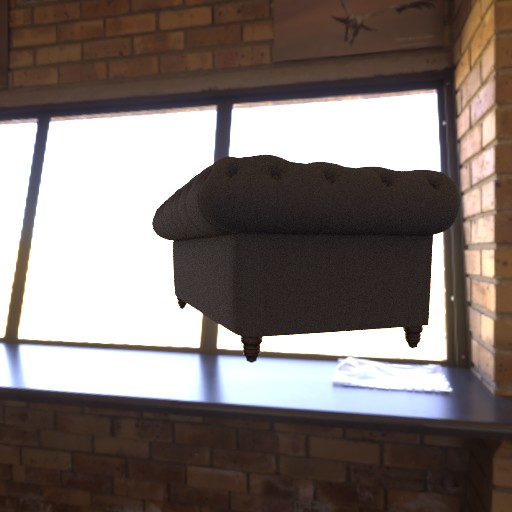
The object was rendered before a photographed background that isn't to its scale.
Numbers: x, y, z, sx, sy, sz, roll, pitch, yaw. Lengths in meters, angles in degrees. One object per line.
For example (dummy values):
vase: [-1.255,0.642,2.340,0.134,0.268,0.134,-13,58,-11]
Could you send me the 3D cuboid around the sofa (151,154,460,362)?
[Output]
sofa: [0.000,0.000,2.455,0.986,0.764,1.998,0,1,-19]
